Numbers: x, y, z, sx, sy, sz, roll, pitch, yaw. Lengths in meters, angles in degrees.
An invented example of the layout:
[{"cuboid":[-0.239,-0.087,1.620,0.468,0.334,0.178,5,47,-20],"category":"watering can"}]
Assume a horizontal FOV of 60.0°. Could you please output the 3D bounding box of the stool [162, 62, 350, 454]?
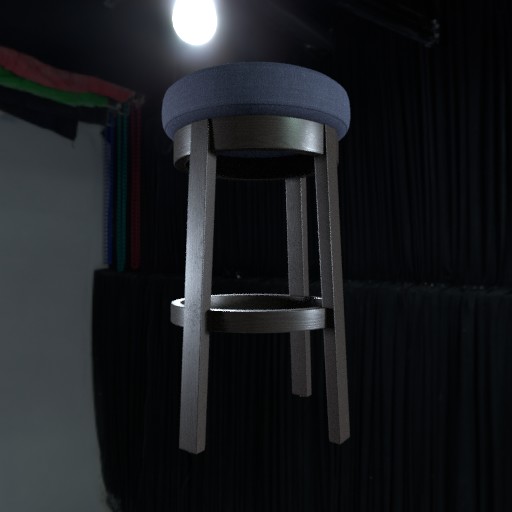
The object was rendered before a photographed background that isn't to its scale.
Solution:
[{"cuboid":[0.000,0.000,1.029,0.446,0.758,0.446,0,0,0],"category":"stool"}]
